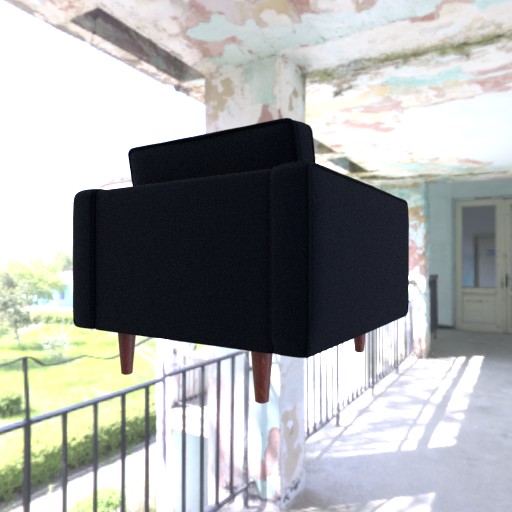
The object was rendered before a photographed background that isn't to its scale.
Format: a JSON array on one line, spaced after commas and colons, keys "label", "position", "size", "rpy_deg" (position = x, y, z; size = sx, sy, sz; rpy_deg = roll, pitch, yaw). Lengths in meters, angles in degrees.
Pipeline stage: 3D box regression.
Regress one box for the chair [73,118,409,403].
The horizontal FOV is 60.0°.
[{"label": "chair", "position": [0.000, 0.000, 1.619], "size": [0.899, 0.770, 0.920], "rpy_deg": [0, 0, 33]}]
